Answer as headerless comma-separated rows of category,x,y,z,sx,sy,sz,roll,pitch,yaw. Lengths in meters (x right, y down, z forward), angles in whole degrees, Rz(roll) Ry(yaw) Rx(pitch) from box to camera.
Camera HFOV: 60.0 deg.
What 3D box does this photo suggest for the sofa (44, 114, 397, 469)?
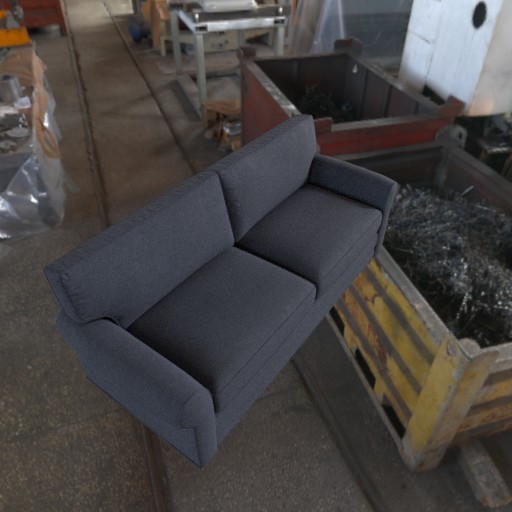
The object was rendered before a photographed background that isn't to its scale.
sofa,0.000,0.000,2.843,0.954,1.026,2.391,25,46,27
